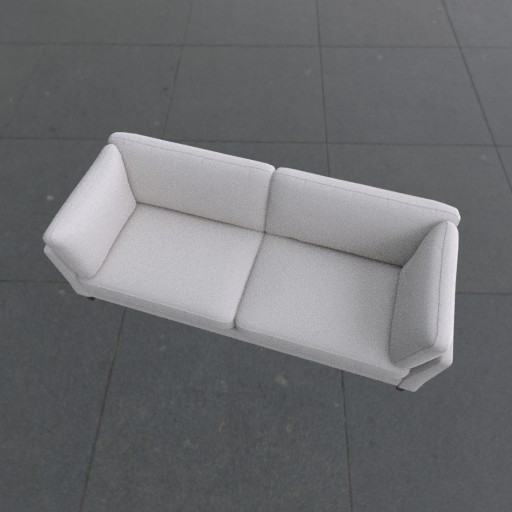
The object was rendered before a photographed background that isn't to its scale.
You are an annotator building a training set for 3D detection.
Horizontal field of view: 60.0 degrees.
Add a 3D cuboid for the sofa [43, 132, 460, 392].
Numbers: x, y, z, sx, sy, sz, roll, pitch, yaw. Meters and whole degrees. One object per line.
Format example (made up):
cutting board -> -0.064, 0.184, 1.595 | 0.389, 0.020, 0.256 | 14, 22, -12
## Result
sofa -> 0.000, 0.000, 2.759 | 2.301, 0.863, 0.957 | 15, 58, 9
